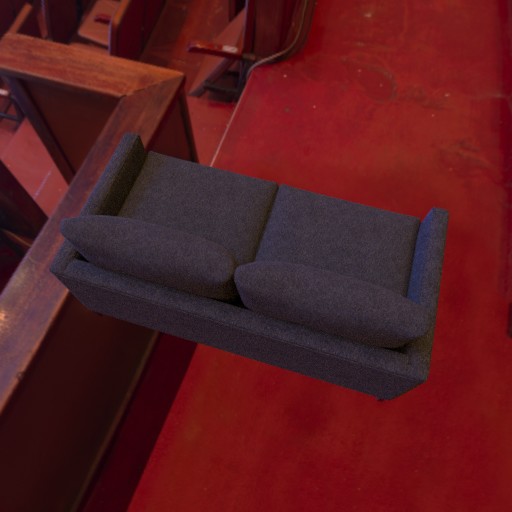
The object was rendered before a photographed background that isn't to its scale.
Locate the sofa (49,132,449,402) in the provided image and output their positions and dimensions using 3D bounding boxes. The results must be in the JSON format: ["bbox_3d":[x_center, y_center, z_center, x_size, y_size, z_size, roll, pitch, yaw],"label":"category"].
[{"bbox_3d":[0.000,0.000,2.219,1.716,0.862,0.866,15,64,7],"label":"sofa"}]
